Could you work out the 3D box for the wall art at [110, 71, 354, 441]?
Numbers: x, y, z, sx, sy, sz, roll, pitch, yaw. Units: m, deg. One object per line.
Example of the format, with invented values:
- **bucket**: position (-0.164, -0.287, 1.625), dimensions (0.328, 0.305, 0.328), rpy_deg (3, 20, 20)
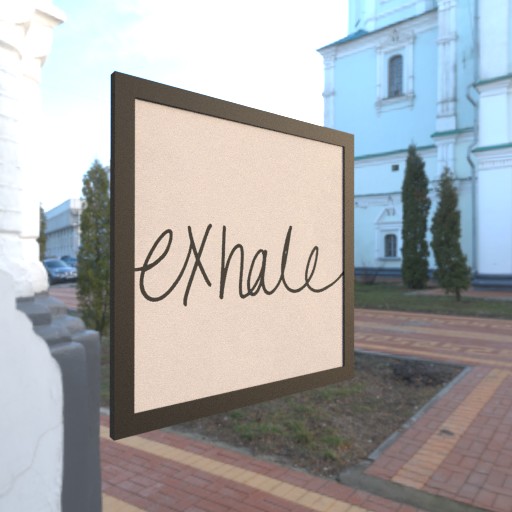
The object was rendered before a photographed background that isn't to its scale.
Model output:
- **wall art**: position (0.000, 0.000, 0.543), dimensions (0.358, 0.357, 0.012), rpy_deg (0, 0, -38)
